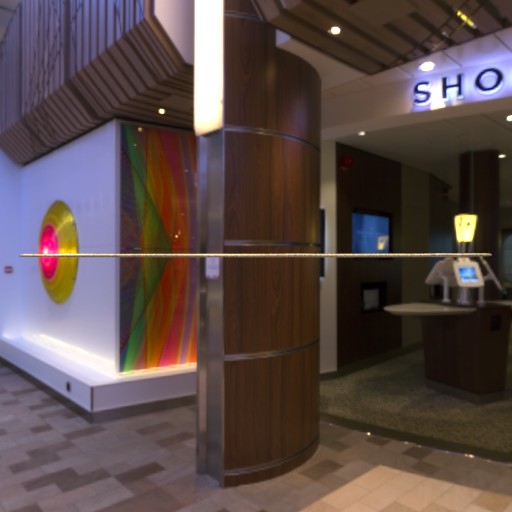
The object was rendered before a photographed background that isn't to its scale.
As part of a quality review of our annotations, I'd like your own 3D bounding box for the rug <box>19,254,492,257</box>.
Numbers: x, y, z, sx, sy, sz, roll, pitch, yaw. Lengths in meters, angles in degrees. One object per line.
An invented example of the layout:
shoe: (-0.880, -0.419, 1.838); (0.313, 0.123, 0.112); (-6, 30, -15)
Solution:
rug: (0.000, 0.000, 2.356); (1.850, 0.015, 1.250); (0, 0, 1)
